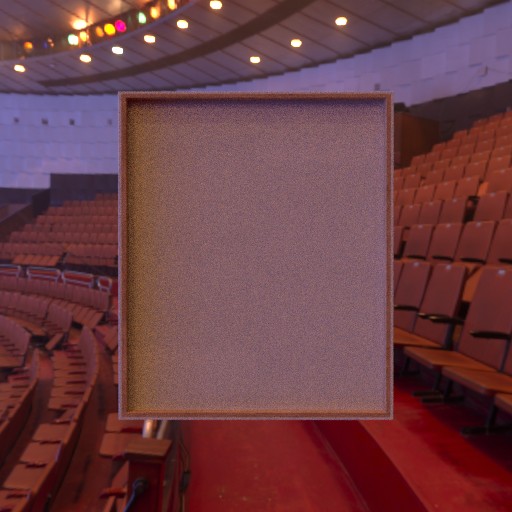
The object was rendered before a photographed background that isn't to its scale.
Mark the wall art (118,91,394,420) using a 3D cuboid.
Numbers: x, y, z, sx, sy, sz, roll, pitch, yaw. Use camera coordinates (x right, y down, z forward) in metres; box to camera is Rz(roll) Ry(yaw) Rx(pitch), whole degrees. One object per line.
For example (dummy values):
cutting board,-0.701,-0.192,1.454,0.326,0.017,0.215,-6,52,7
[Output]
wall art,0.000,0.000,0.835,0.508,0.606,0.037,0,0,0
